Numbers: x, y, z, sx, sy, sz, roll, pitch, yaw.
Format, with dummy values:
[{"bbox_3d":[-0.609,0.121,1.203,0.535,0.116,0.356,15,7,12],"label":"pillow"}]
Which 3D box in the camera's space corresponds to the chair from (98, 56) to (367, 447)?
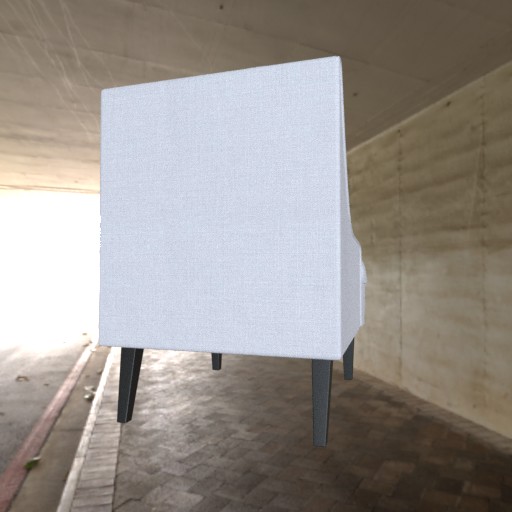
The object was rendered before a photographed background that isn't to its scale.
[{"bbox_3d":[0.000,0.000,1.429,0.658,0.891,0.772,-1,-2,17],"label":"chair"}]
